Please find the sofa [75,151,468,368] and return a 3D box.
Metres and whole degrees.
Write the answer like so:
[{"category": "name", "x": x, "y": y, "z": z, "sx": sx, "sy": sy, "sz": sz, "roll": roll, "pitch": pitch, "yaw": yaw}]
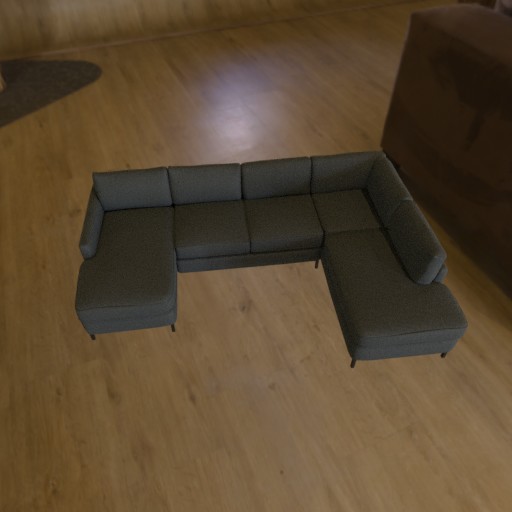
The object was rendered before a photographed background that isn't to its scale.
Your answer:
[{"category": "sofa", "x": 0.000, "y": 0.000, "z": 3.850, "sx": 2.975, "sy": 0.858, "sz": 1.984, "roll": -5, "pitch": 46, "yaw": -5}]
